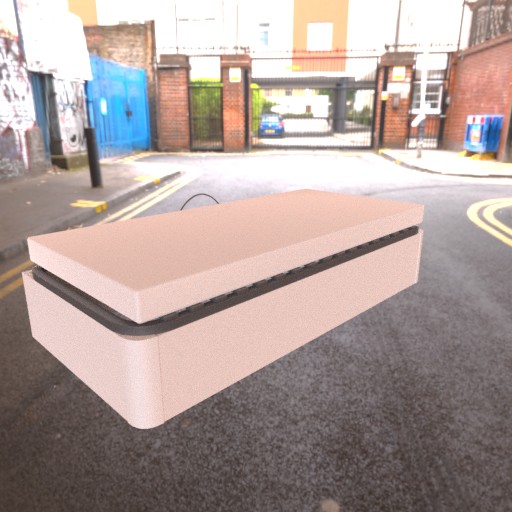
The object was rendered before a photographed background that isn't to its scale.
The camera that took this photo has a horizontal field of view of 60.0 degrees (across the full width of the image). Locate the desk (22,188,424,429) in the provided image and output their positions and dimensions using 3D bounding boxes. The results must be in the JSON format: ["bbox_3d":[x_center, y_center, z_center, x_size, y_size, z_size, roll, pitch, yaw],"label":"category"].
[{"bbox_3d":[0.000,0.000,2.221,0.900,0.526,1.900,16,24,42],"label":"desk"}]
